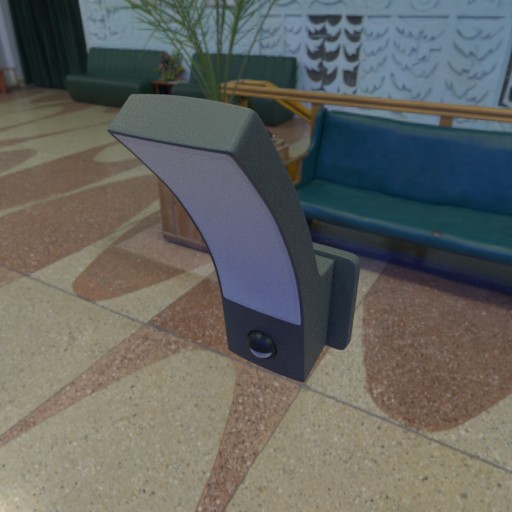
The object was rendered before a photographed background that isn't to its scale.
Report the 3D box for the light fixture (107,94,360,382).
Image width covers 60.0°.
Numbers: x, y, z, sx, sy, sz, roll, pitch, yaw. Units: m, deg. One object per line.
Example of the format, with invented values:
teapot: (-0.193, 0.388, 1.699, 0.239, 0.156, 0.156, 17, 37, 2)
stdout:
light fixture: (0.000, 0.000, 0.329, 0.108, 0.243, 0.174, 17, 33, 28)
